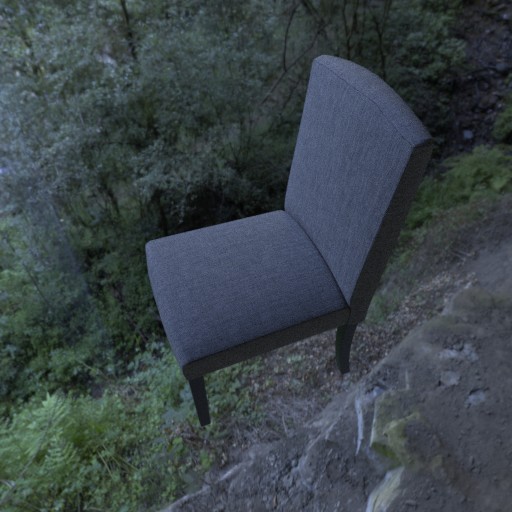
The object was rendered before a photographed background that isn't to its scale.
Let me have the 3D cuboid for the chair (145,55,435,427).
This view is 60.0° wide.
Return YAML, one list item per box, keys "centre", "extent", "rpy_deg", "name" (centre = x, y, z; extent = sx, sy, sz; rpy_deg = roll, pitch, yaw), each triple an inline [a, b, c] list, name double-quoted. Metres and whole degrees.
- centre: [0.000, 0.000, 1.220]
  extent: [0.580, 0.917, 0.451]
  rpy_deg: [-16, 48, -15]
  name: "chair"
